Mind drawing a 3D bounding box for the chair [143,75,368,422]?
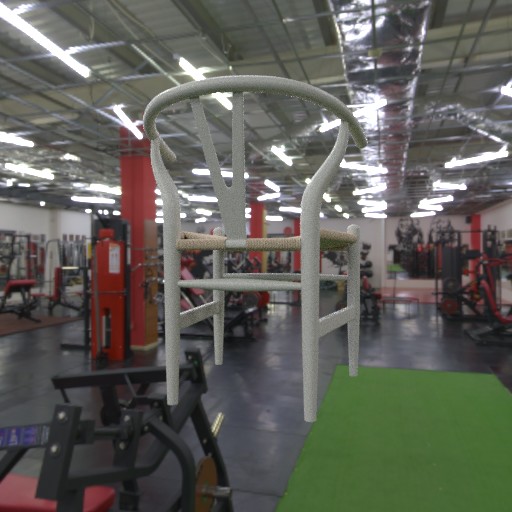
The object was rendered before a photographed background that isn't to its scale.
[{"bbox_3d":[0.000,0.000,1.169,0.569,0.730,0.579,0,0,19],"label":"chair"}]
